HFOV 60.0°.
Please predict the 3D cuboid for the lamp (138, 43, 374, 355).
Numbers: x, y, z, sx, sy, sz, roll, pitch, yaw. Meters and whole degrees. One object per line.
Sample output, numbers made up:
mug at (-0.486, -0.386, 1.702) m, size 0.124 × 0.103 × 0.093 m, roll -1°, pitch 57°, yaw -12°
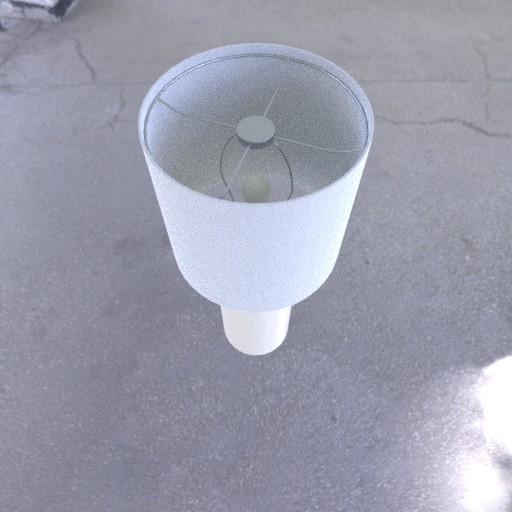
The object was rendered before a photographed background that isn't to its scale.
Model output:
lamp at (0.000, 0.000, 0.610) m, size 0.212 × 0.493 × 0.212 m, roll 17°, pitch 60°, yaw 10°
